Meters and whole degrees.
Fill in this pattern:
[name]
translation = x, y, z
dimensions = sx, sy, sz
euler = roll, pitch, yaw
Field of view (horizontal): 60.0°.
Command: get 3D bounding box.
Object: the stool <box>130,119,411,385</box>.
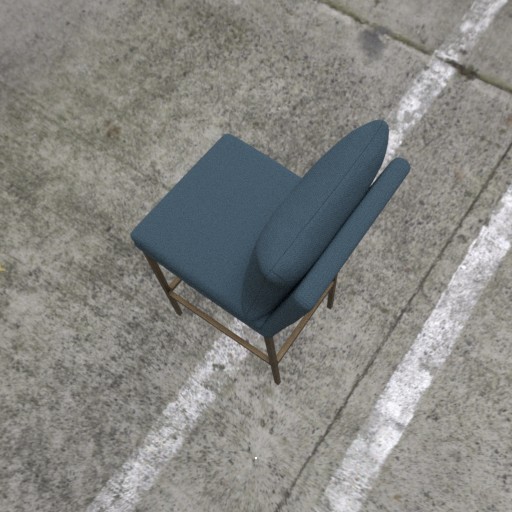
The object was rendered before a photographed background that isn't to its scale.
[stool]
translation = 0.000, 0.000, 1.434
dimensions = 0.568, 1.124, 0.463
euler = 34, 70, 14
